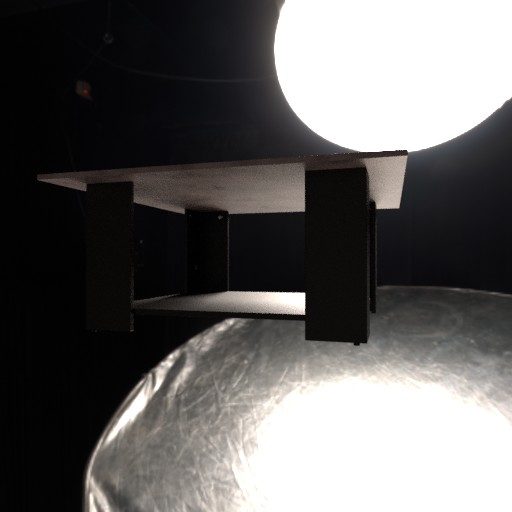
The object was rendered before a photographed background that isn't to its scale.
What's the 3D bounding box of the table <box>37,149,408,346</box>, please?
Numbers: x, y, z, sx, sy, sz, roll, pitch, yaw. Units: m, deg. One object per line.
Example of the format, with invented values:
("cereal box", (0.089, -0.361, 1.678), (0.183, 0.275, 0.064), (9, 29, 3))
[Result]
("table", (0.000, 0.000, 1.067), (0.670, 0.305, 0.670), (0, -1, 17))
